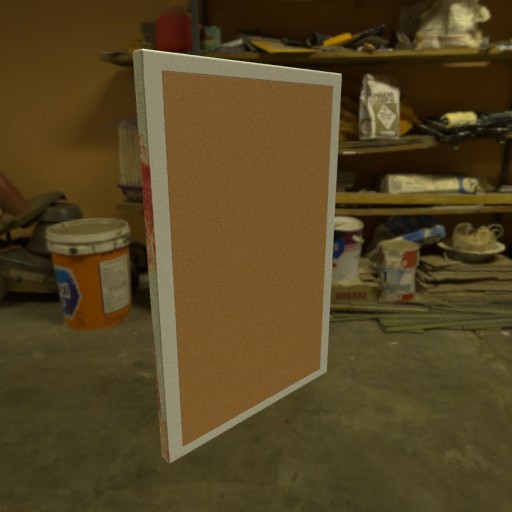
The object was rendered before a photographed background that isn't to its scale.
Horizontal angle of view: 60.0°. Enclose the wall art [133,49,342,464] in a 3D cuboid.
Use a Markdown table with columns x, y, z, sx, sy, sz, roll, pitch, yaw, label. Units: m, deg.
| x | y | z | sx | sy | sz | roll | pitch | yaw | label |
| --- | --- | --- | --- | --- | --- | --- | --- | --- | --- |
| 0.000 | 0.000 | 1.144 | 0.605 | 0.915 | 0.037 | -15 | 22 | -41 | wall art |
